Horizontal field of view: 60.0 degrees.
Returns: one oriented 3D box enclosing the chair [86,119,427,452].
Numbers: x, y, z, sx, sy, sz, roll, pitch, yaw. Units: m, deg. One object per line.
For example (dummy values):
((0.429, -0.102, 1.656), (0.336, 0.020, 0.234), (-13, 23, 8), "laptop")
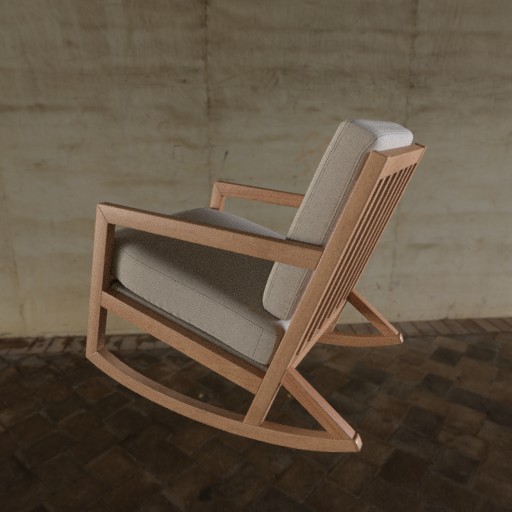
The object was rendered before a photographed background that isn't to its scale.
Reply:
((0.000, 0.000, 1.360), (0.857, 0.790, 0.622), (8, 18, 25), "chair")
